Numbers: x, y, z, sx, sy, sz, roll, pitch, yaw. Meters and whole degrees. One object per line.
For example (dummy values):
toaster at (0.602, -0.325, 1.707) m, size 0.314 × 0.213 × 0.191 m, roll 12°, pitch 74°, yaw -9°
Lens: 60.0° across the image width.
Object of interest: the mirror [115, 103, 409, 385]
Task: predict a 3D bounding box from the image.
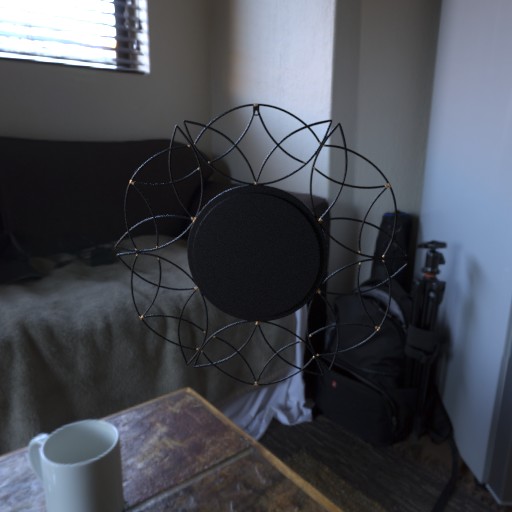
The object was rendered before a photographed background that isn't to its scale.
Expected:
mirror at (0.000, 0.000, 1.190) m, size 0.797 × 0.775 × 0.028 m, roll 2°, pitch 15°, yaw 7°
